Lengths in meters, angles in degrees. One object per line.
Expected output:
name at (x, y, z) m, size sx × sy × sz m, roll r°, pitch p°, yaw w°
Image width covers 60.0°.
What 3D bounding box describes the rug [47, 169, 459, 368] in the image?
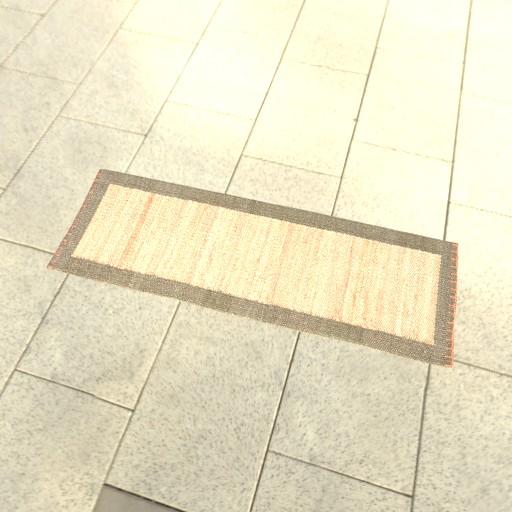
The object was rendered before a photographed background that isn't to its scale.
rug at (0.000, 0.000, 2.723) m, size 2.413 × 0.016 × 0.810 m, roll 13°, pitch 63°, yaw 7°
